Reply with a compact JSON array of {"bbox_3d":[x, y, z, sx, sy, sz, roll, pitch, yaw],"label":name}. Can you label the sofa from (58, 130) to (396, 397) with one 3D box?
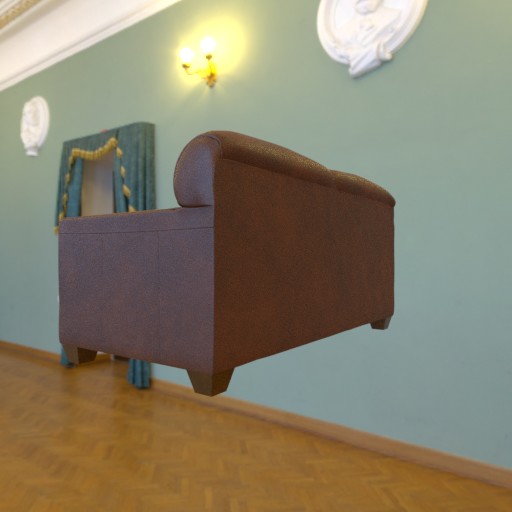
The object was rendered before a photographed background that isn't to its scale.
[{"bbox_3d":[0.000,0.000,2.492,1.000,0.966,1.856,0,0,36],"label":"sofa"}]
